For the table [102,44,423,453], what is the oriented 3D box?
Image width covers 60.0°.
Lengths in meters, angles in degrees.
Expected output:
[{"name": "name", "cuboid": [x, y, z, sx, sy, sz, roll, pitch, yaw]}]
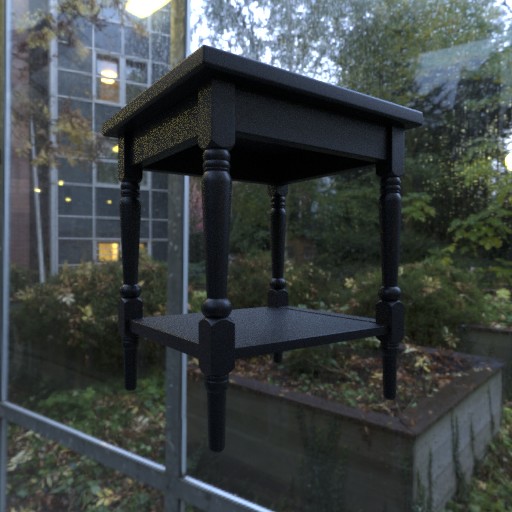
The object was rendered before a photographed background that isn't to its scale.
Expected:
[{"name": "table", "cuboid": [0.000, 0.000, 0.904, 0.488, 0.565, 0.442, 0, 0, -36]}]
